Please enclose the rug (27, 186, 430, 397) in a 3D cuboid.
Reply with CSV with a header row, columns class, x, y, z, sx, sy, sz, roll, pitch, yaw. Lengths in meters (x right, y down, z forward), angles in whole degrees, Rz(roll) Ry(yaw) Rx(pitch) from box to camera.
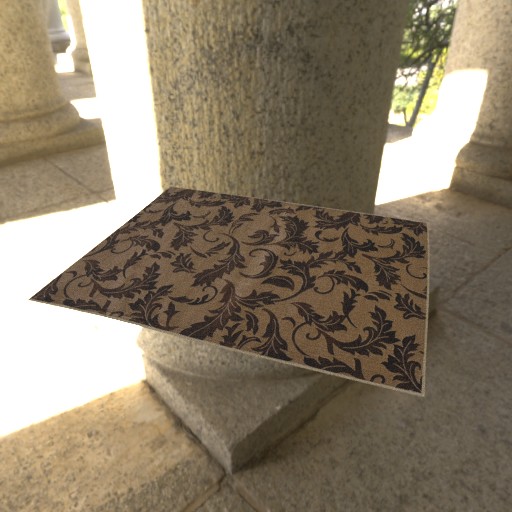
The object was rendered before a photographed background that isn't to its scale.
class,x,y,z,sx,sy,sz,roll,pitch,yaw
rug,0.000,0.000,4.011,2.977,0.008,2.380,10,33,16
